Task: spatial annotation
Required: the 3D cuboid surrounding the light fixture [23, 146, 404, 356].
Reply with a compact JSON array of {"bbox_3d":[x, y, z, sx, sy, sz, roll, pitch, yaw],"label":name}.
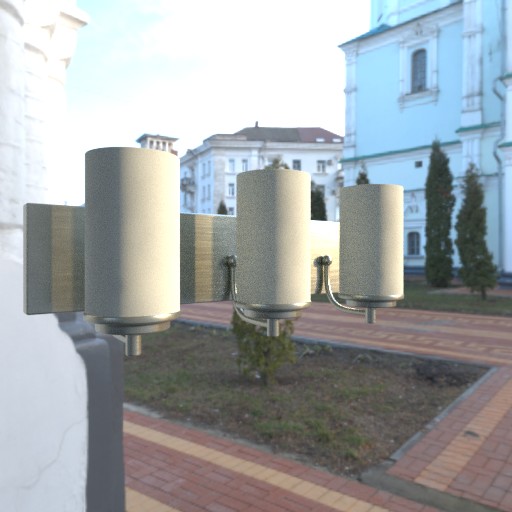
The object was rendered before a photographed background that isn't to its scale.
[{"bbox_3d":[0.000,0.000,0.502,0.451,0.172,0.145,0,0,-36],"label":"light fixture"}]
